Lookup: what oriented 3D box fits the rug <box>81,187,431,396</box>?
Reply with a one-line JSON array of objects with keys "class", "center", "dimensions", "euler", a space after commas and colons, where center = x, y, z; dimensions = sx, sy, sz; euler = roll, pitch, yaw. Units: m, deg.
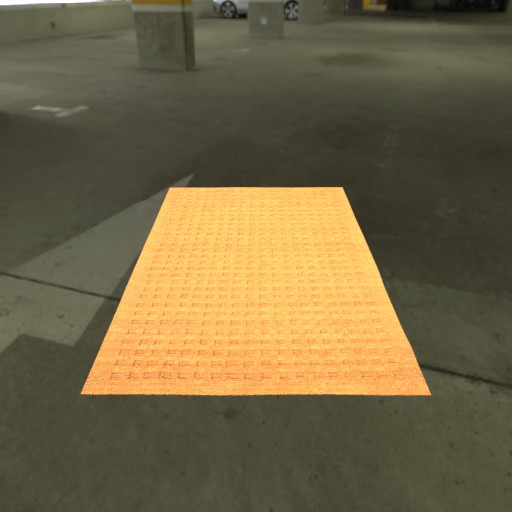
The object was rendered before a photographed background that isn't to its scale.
[{"class": "rug", "center": [0.000, 0.000, 2.185], "dimensions": [1.143, 0.006, 1.747], "euler": [0, 31, 0]}]
